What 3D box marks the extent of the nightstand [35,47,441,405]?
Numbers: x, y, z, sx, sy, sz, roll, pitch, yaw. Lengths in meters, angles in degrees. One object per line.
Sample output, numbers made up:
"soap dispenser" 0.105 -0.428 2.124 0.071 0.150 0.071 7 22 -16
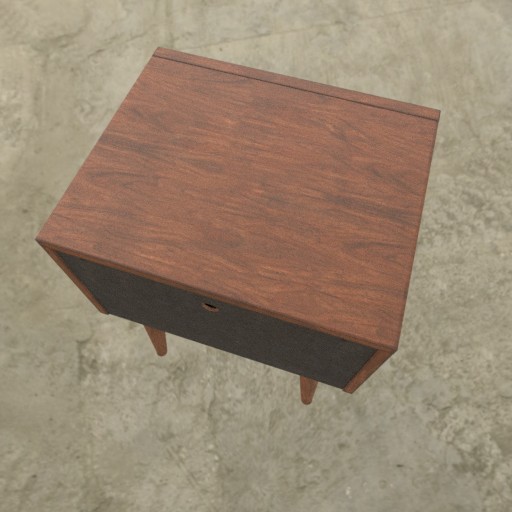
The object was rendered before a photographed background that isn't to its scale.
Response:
"nightstand" 0.000 0.000 0.961 0.521 0.607 0.445 16 64 8
